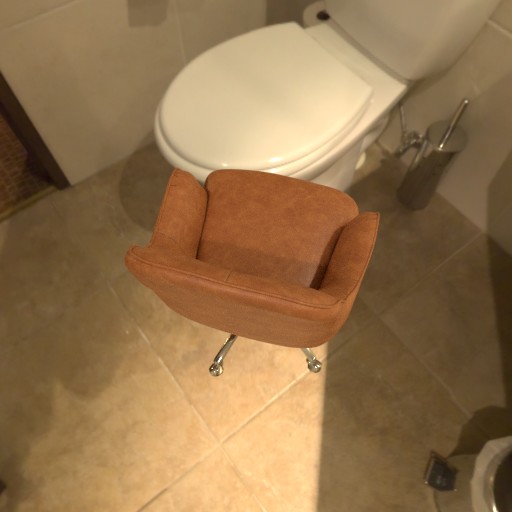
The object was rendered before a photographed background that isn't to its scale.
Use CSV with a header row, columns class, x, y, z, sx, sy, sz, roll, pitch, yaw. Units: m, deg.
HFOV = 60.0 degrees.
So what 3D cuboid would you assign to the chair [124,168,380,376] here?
class,x,y,z,sx,sy,sz,roll,pitch,yaw
chair,0.000,0.000,1.327,0.628,0.909,0.615,14,64,7
